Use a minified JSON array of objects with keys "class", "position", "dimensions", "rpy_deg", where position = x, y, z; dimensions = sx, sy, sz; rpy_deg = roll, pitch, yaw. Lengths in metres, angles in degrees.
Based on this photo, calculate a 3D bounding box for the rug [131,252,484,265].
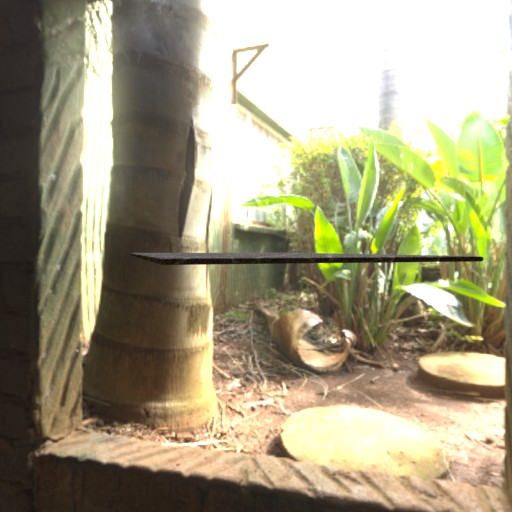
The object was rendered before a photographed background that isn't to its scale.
[{"class":"rug","position":[0.000,0.000,3.484],"dimensions":[1.778,0.030,2.743],"rpy_deg":[0,1,-18]}]
